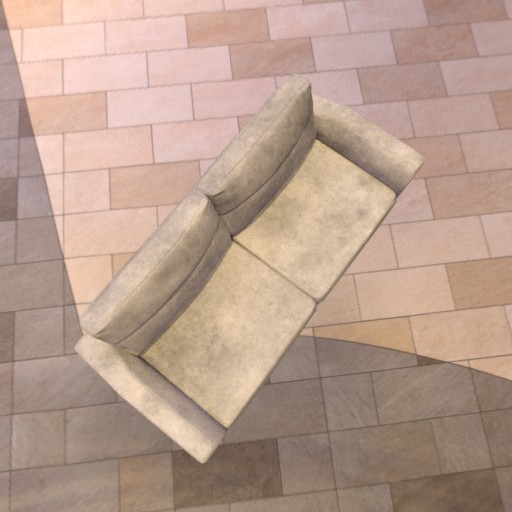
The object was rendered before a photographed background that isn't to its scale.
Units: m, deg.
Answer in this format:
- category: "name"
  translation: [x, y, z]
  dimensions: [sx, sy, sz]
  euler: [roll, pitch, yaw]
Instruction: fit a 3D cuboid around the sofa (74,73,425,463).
- category: "sofa"
  translation: [0.000, 0.000, 2.312]
  dimensions: [0.849, 0.859, 1.837]
  euler: [36, 78, 9]
